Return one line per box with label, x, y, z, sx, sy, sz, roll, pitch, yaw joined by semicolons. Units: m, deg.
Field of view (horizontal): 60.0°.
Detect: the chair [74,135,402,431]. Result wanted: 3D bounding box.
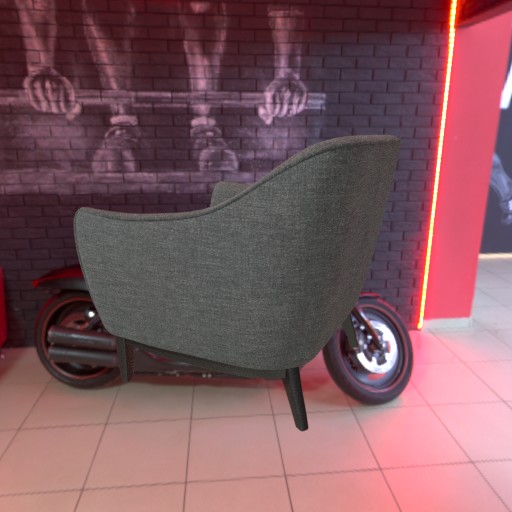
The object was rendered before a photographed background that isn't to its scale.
chair;0.000;0.000;1.570;0.851;0.829;0.870;8;18;26
